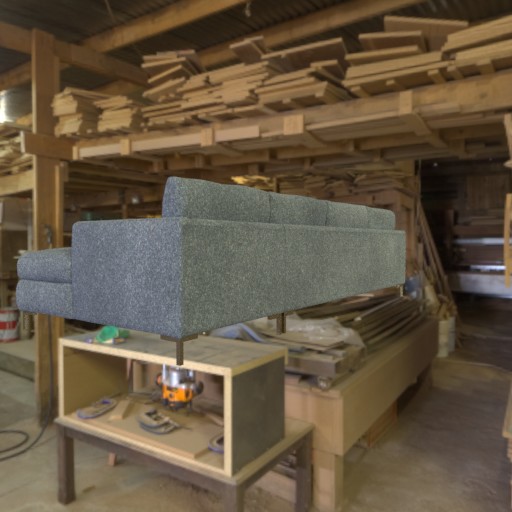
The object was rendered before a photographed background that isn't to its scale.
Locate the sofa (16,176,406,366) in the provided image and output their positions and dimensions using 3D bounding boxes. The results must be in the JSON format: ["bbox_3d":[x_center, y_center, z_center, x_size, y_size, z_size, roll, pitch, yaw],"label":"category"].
[{"bbox_3d":[0.000,0.000,3.345,1.350,0.810,2.932,1,2,36],"label":"sofa"}]
